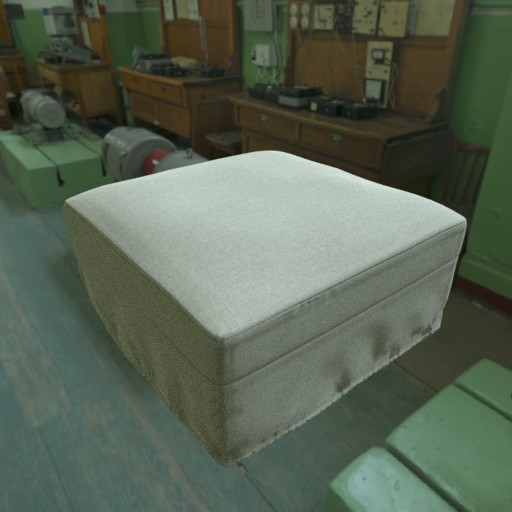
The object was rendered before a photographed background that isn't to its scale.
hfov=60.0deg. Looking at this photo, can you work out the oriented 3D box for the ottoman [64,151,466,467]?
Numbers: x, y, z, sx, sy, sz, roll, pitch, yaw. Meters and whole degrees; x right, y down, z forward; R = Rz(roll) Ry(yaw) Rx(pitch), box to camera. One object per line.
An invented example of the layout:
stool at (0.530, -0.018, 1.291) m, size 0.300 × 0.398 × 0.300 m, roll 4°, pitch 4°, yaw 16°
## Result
ottoman at (0.000, 0.000, 1.326) m, size 0.840 × 0.436 × 0.843 m, roll -21°, pitch 36°, yaw -33°
